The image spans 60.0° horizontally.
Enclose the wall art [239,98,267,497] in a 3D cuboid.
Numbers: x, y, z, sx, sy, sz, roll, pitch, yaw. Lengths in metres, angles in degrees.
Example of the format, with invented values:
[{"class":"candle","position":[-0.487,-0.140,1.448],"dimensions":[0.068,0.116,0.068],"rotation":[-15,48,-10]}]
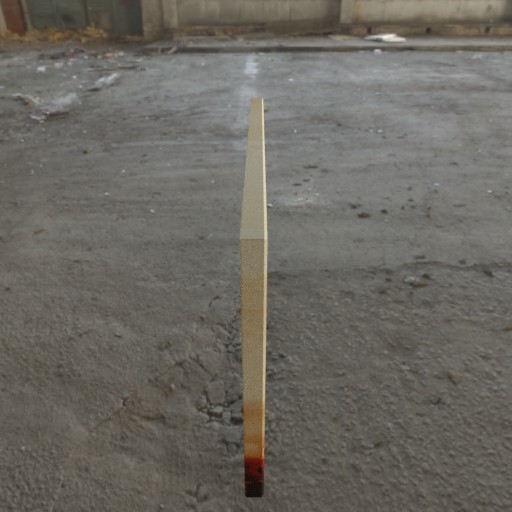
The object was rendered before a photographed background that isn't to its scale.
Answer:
[{"class":"wall art","position":[0.000,0.000,1.145],"dimensions":[0.038,0.602,0.918],"rotation":[0,31,0]}]
